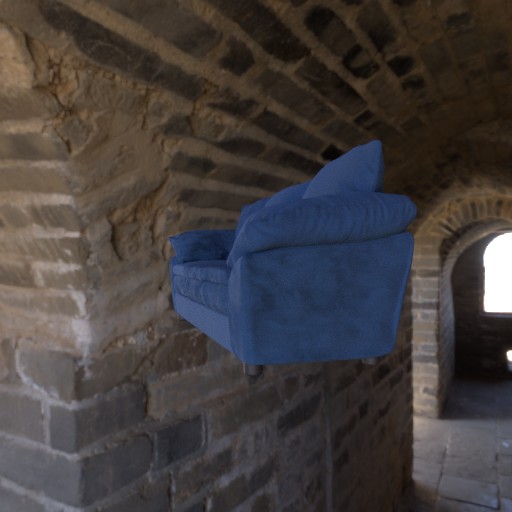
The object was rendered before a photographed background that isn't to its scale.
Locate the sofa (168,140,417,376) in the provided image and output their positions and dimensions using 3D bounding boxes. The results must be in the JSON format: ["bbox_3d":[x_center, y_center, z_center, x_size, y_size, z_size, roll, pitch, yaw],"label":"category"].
[{"bbox_3d":[0.000,0.000,2.991,0.907,1.091,2.390,0,-1,-19],"label":"sofa"}]
